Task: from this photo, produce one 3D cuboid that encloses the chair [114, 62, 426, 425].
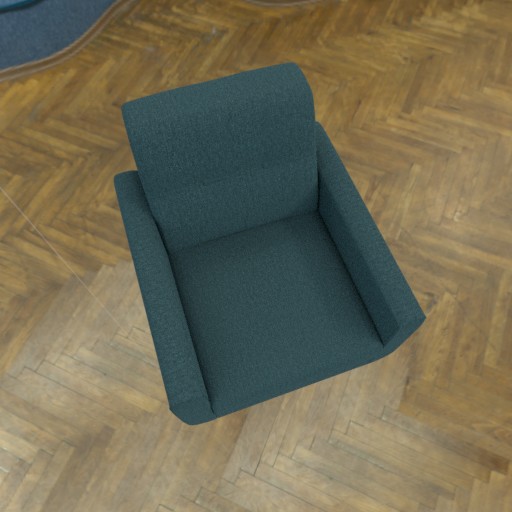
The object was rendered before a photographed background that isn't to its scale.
[{"bbox_3d":[0.000,0.000,1.702,0.880,0.940,0.964,-17,64,-9],"label":"chair"}]
